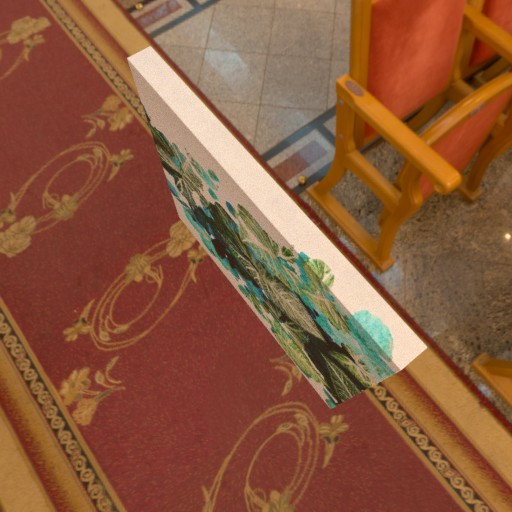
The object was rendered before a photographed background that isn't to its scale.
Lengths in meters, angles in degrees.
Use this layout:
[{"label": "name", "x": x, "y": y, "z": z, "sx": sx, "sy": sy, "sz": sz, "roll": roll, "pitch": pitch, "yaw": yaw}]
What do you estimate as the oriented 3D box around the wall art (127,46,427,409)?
[{"label": "wall art", "x": 0.000, "y": 0.000, "z": 0.706, "sx": 0.041, "sy": 0.435, "sz": 0.507, "roll": -35, "pitch": 71, "yaw": -14}]
